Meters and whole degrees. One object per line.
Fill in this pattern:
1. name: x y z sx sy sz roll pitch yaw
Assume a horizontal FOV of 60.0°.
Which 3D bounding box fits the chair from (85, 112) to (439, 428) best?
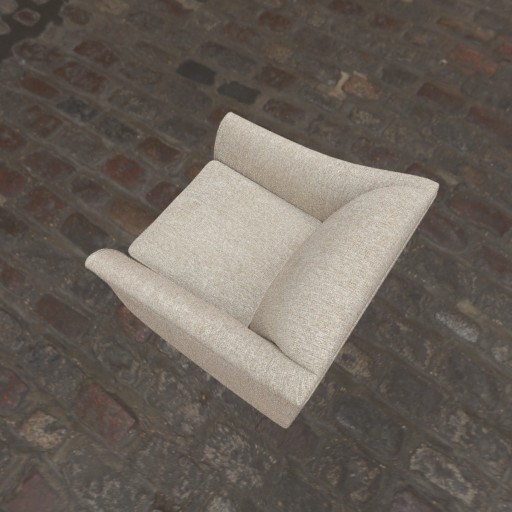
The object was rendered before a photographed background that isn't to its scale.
1. chair: 0.000 0.000 1.503 0.787 0.839 0.763 32 68 15
